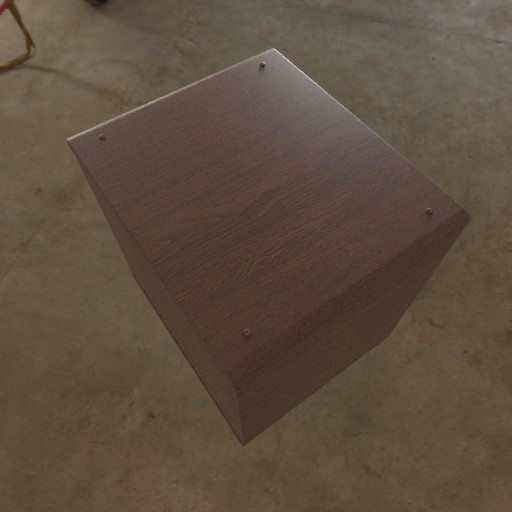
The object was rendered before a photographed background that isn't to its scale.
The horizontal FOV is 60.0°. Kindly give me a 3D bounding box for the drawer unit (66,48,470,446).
[{"bbox_3d":[0.000,0.000,0.617,0.290,0.344,0.344,-31,64,-17],"label":"drawer unit"}]
